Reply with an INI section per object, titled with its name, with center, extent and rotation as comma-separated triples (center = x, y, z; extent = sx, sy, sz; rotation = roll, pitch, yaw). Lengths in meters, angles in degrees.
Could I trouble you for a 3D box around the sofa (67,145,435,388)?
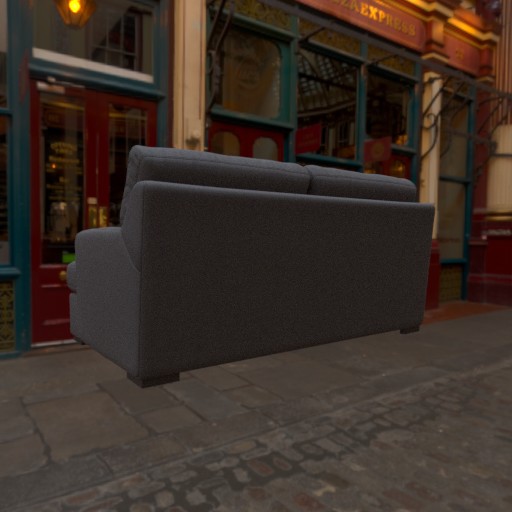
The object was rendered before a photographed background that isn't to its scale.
[sofa]
center = 0.000, 0.000, 2.539
extent = 1.880, 0.940, 1.143
rotation = -2, 3, -36
